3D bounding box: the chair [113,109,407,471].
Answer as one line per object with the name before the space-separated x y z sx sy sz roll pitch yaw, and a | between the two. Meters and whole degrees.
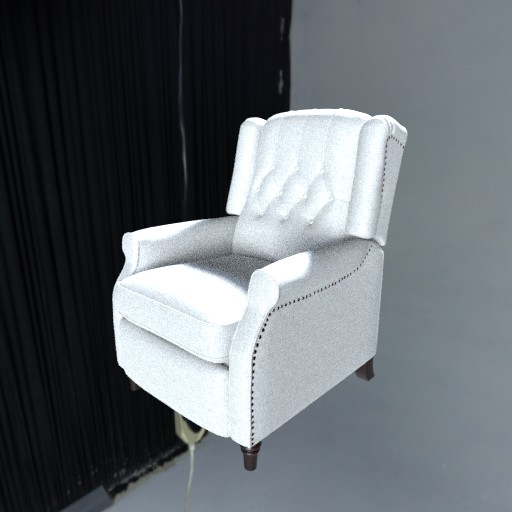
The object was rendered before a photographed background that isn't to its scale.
chair | 0.000 0.000 1.612 0.742 1.035 0.902 14 21 41
